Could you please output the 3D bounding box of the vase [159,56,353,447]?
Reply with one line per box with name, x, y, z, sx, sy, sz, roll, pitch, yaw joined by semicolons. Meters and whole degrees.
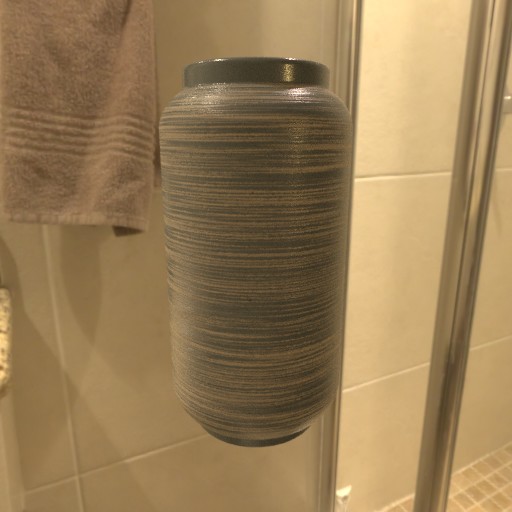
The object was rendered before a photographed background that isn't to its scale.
vase;0.000;0.000;0.292;0.116;0.230;0.116;0;15;0
